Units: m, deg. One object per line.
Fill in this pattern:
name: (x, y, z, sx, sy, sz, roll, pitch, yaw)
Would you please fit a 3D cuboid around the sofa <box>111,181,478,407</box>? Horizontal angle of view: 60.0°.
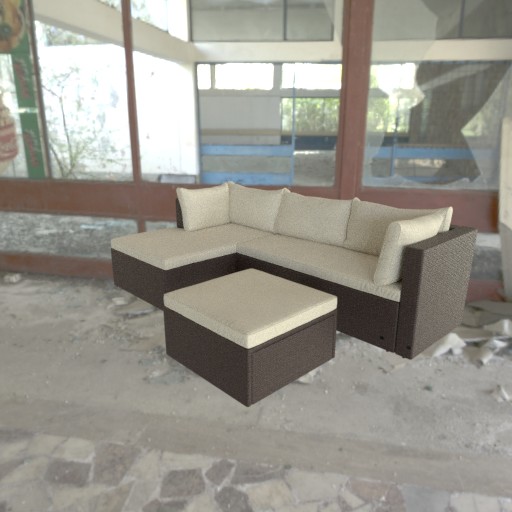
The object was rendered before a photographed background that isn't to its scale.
sofa: (0.000, 0.000, 2.959, 1.612, 0.766, 2.192, -15, 23, -41)
